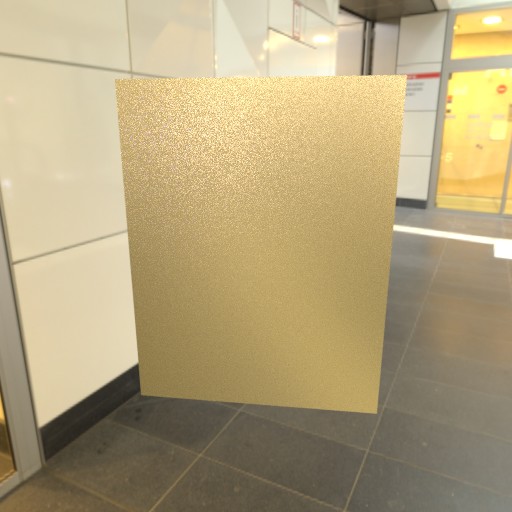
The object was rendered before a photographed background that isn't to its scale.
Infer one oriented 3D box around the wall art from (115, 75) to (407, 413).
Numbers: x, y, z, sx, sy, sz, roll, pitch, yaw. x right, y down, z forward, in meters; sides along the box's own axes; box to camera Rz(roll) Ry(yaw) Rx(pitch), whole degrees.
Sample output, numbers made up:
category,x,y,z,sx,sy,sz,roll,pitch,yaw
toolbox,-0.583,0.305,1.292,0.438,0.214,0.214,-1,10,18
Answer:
category,x,y,z,sx,sy,sz,roll,pitch,yaw
wall art,0.000,0.000,0.760,0.444,0.569,0.025,2,16,7
